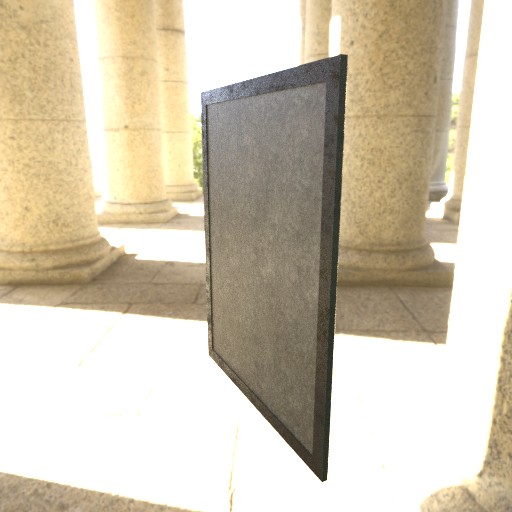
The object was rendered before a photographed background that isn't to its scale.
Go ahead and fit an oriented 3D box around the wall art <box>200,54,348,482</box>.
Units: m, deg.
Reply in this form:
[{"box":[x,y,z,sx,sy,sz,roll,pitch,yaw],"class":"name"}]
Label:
[{"box":[0.000,0.000,1.313,0.030,0.983,0.767,-7,16,-26],"class":"wall art"}]
